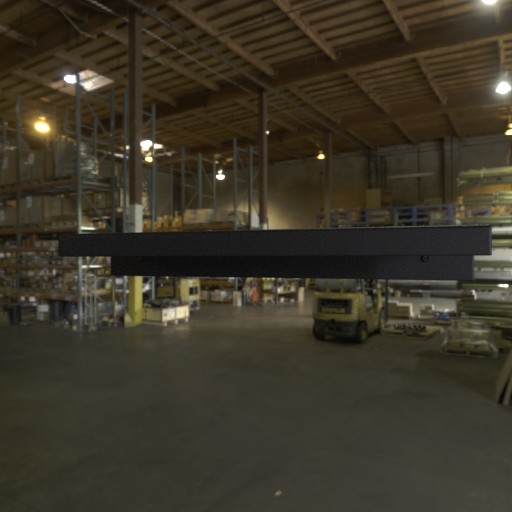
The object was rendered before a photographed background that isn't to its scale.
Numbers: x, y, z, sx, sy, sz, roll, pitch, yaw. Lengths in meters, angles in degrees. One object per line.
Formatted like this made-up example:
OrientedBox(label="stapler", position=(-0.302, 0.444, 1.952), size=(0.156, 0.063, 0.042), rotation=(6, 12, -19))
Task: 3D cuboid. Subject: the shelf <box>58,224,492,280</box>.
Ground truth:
OrientedBox(label="shelf", position=(0.000, 0.000, 0.496), size=(0.456, 0.053, 0.102), rotation=(0, -1, 18))
